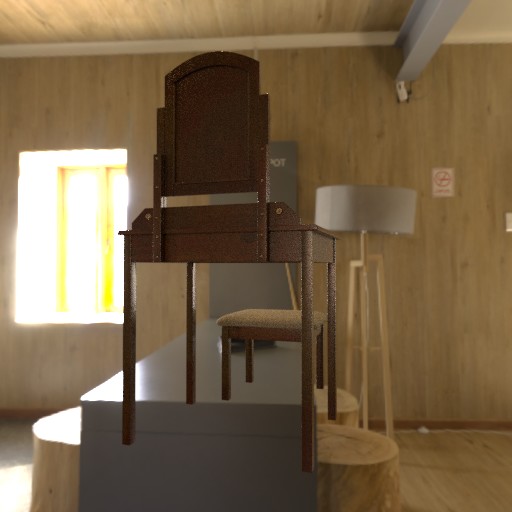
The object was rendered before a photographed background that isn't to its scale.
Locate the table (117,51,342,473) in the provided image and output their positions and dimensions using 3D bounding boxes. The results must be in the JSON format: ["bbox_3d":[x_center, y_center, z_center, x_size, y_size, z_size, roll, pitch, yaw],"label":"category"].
[{"bbox_3d":[0.000,0.000,2.327,0.876,1.631,1.211,0,-1,19],"label":"table"}]
